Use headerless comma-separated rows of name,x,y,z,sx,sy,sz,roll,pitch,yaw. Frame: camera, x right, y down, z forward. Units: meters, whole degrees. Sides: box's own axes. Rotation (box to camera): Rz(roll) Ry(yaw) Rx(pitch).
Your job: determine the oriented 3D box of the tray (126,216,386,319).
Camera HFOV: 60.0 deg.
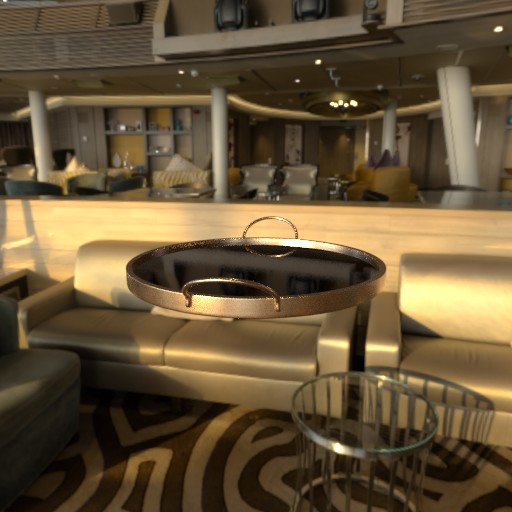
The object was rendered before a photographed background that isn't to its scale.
tray,0.000,0.000,0.774,0.438,0.069,0.543,2,13,8
